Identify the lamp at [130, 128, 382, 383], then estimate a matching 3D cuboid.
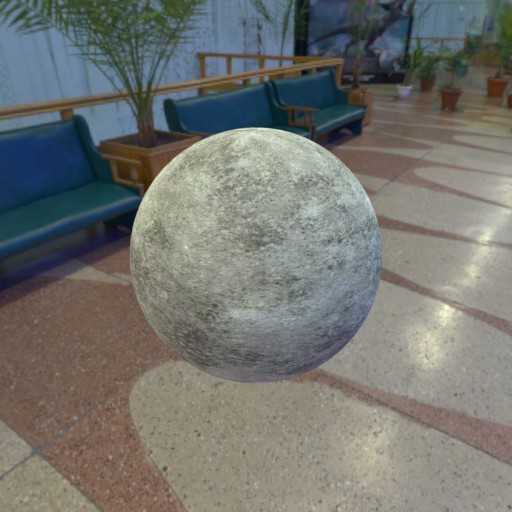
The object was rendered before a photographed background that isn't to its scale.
[{"bbox_3d":[0.000,0.000,0.770,0.422,0.429,0.422,0,28,0],"label":"lamp"}]
